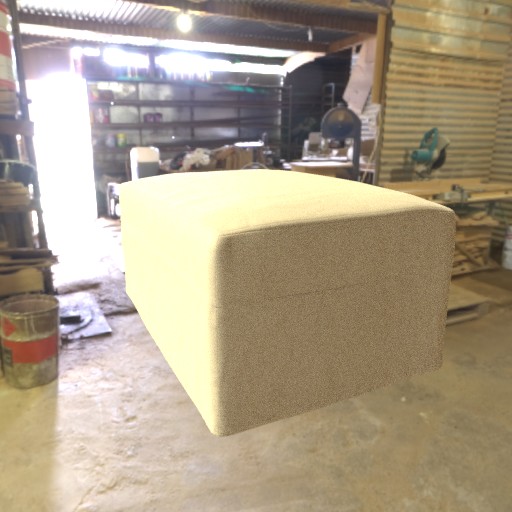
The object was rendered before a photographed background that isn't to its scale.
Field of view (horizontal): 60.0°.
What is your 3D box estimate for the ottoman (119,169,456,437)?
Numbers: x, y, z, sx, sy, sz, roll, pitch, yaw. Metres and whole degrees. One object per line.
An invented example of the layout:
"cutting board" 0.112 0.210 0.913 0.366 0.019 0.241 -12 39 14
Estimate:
"ottoman" 0.000 0.000 1.226 0.590 0.444 0.872 -8 17 -25
